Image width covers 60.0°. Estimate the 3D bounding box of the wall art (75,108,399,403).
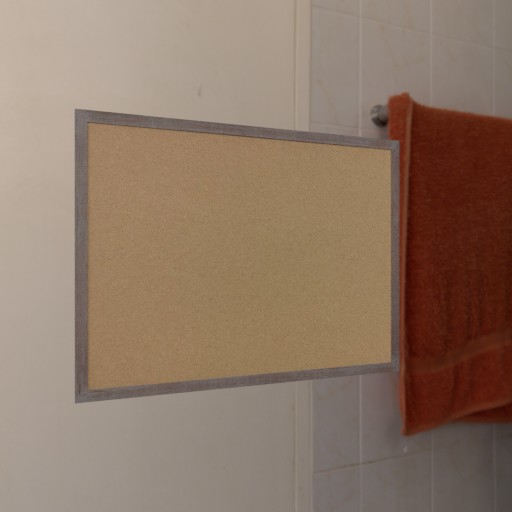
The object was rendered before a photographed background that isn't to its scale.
[{"bbox_3d":[0.000,0.000,1.337,1.012,0.774,0.019,0,0,-19],"label":"wall art"}]
